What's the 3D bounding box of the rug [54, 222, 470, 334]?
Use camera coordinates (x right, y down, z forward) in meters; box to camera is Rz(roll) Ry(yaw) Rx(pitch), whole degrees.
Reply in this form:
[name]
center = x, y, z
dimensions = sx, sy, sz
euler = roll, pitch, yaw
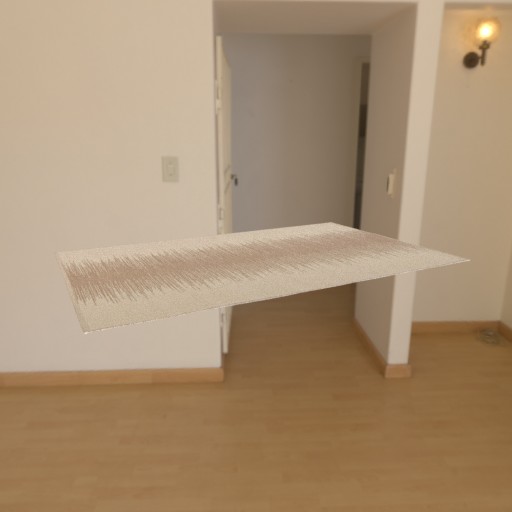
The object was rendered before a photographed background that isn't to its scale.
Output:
[rug]
center = 0.000, 0.000, 3.054
dimensions = 2.440, 0.012, 1.522
euler = -8, 17, -27
